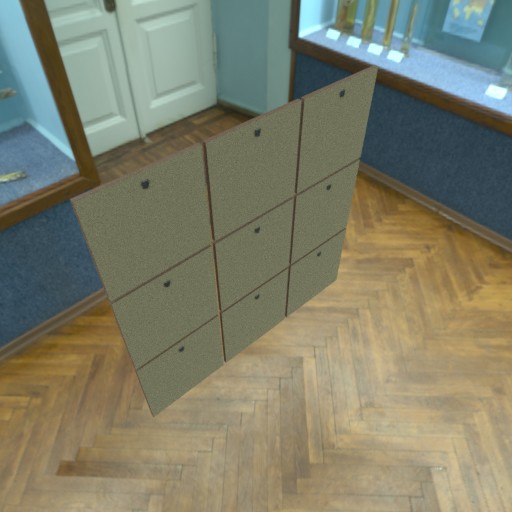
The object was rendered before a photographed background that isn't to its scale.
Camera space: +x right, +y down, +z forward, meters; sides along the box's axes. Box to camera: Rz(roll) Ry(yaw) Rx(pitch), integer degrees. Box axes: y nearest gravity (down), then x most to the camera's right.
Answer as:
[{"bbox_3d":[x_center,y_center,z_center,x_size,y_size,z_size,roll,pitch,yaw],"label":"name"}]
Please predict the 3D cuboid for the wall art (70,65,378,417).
[{"bbox_3d":[0.000,0.000,1.350,0.906,0.904,0.018,-32,54,-28],"label":"wall art"}]
